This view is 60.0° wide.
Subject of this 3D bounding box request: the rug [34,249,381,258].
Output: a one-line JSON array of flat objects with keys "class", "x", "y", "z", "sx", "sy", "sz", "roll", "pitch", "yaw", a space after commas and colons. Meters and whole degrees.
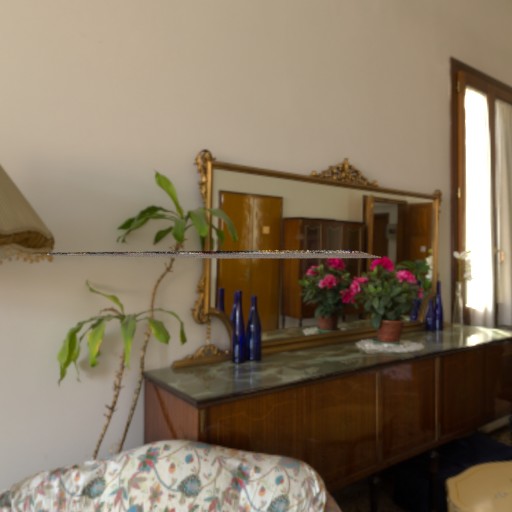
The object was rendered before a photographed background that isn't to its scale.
[{"class": "rug", "x": 0.000, "y": 0.000, "z": 2.346, "sx": 1.217, "sy": 0.012, "sz": 1.848, "roll": 0, "pitch": -1, "yaw": 18}]
